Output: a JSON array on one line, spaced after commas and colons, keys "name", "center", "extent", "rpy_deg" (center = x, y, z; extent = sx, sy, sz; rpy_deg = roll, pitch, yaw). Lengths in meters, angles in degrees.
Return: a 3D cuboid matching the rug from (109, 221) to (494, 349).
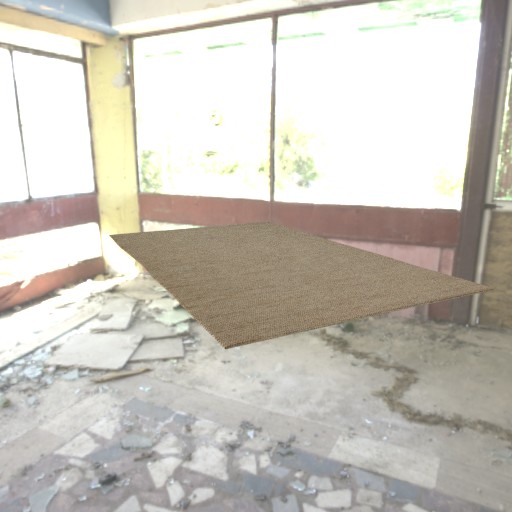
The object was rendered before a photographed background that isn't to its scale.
[{"name": "rug", "center": [0.000, 0.000, 3.009], "extent": [1.533, 0.011, 2.439], "rpy_deg": [-7, 15, -27]}]
